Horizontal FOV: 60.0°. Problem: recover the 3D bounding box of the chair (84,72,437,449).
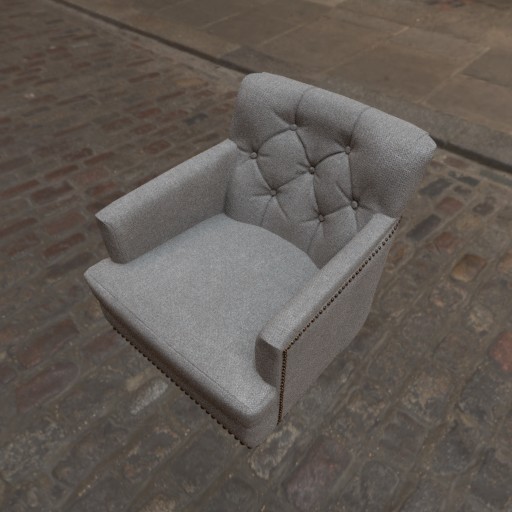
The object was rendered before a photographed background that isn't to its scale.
[{"bbox_3d":[0.000,0.000,1.483,0.737,0.823,0.902,32,54,27],"label":"chair"}]
